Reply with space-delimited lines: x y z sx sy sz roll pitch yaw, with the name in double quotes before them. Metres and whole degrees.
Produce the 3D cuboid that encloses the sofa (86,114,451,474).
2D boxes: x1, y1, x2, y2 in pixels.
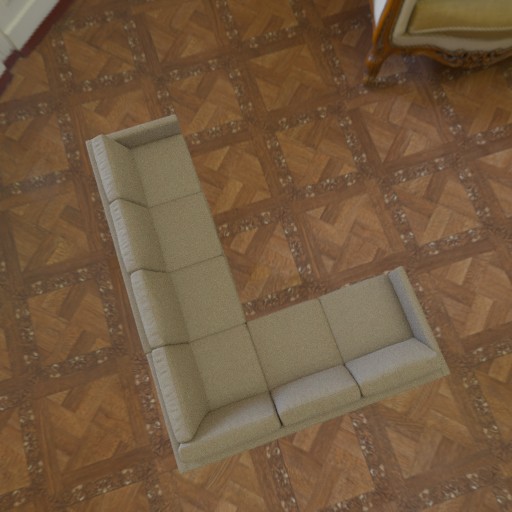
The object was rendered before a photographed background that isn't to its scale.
"sofa" 0.000 0.000 4.283 2.432 0.871 3.182 -19 76 -5
